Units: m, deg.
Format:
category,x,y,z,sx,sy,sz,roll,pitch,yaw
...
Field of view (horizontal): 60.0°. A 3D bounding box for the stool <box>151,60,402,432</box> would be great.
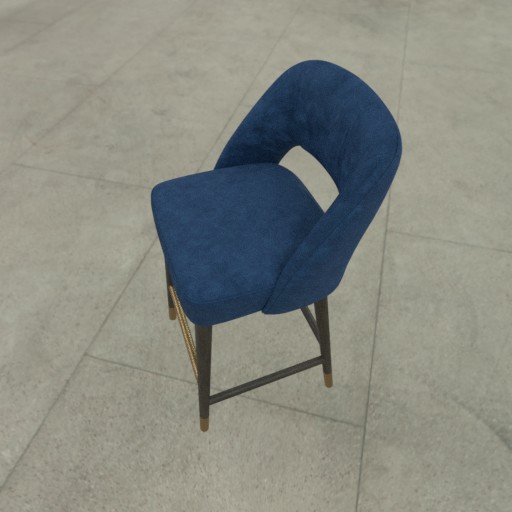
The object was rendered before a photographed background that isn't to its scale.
category,x,y,z,sx,sy,sz,roll,pitch,yaw
stool,0.000,0.000,1.234,0.524,0.925,0.536,-15,48,-14
